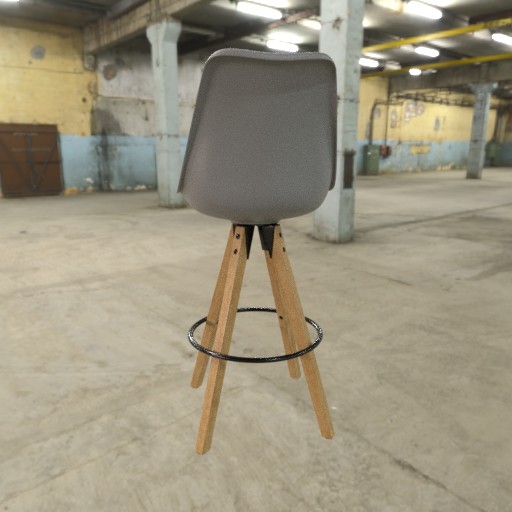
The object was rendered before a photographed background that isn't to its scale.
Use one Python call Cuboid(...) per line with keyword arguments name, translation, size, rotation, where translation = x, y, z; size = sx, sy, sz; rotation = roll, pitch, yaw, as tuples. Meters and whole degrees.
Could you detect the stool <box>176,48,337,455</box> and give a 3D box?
Cuboid(name="stool", translation=(0.000, 0.000, 1.418), size=(0.485, 1.115, 0.550), rotation=(-2, 13, -10))
